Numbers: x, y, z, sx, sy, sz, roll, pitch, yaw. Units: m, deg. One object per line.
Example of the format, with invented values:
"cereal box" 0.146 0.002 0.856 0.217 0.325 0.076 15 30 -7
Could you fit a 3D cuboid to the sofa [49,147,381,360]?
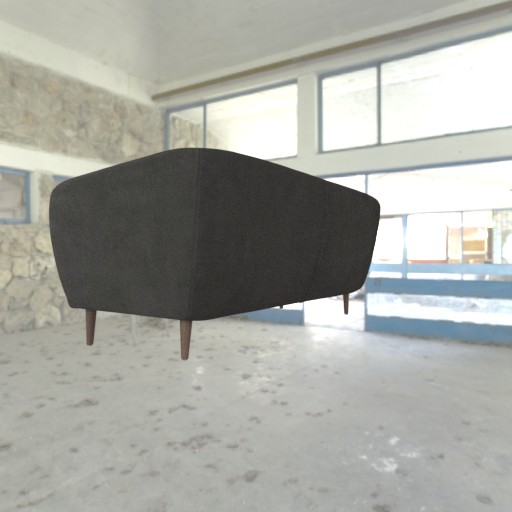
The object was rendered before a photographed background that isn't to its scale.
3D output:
"sofa" 0.000 0.000 2.726 0.956 0.875 2.296 0 0 34
